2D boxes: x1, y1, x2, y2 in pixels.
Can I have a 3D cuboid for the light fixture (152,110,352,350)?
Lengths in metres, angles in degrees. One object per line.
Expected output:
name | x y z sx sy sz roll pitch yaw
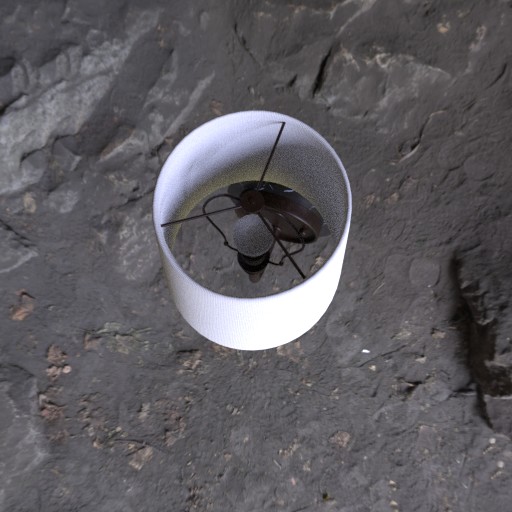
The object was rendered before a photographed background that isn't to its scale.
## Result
light fixture | 0.000 0.000 0.443 0.168 0.337 0.188 20 76 5
